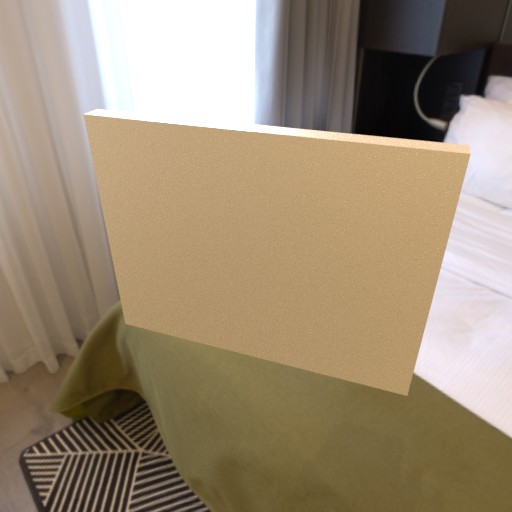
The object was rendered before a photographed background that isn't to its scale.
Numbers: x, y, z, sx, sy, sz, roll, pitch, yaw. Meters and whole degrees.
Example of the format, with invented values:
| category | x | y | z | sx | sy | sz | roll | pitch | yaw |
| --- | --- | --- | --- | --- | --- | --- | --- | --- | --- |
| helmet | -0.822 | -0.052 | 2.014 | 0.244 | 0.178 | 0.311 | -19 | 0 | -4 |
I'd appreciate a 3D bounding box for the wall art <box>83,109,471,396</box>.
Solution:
| category | x | y | z | sx | sy | sz | roll | pitch | yaw |
| --- | --- | --- | --- | --- | --- | --- | --- | --- | --- |
| wall art | 0.000 | 0.000 | 1.393 | 1.056 | 0.801 | 0.066 | 11 | 33 | 17 |
